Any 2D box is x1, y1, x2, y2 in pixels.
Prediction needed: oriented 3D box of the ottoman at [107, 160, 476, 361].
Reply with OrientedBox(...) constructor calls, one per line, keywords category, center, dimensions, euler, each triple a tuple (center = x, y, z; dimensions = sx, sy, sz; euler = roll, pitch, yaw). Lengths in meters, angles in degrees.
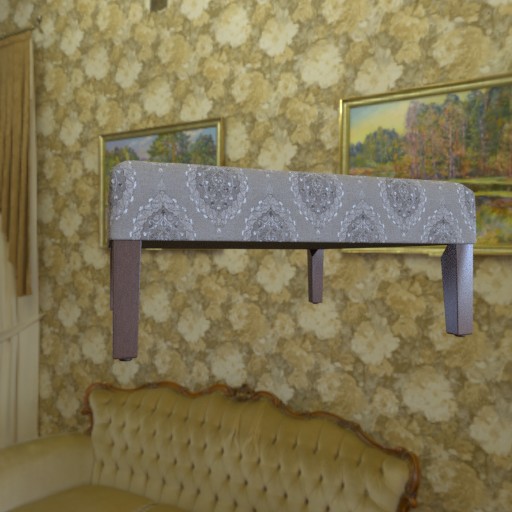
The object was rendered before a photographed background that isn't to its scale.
OrientedBox(category="ottoman", center=(0.000, 0.000, 1.395), dimensions=(0.889, 0.411, 0.890), euler=(0, 0, -19))
